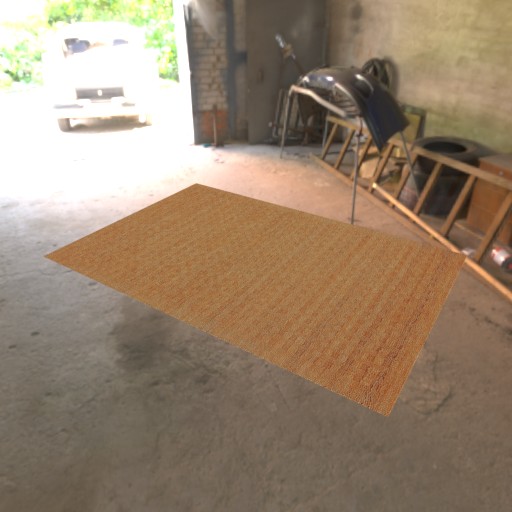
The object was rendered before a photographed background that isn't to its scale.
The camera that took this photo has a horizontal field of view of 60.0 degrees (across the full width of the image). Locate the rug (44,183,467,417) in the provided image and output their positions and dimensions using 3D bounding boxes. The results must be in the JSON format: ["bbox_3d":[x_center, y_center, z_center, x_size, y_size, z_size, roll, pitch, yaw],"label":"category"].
[{"bbox_3d":[0.000,0.000,2.876,2.285,0.006,1.524,19,36,28],"label":"rug"}]
